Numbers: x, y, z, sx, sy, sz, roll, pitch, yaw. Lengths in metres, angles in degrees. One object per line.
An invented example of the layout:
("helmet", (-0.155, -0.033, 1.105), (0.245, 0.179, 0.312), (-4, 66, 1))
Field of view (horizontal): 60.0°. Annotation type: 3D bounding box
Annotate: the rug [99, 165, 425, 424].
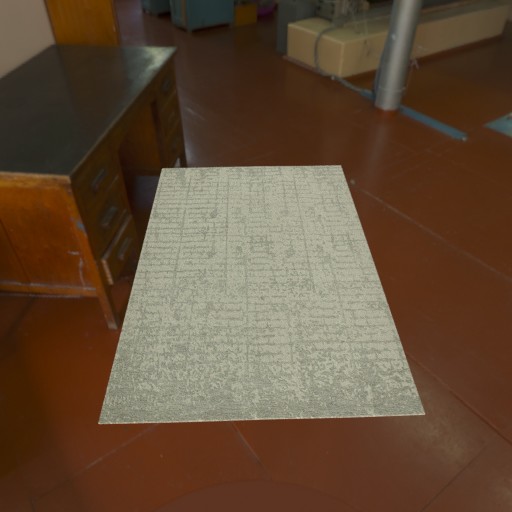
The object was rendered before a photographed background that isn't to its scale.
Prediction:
("rug", (0.000, 0.000, 2.323), (1.211, 0.007, 1.827), (-1, 42, -1))
